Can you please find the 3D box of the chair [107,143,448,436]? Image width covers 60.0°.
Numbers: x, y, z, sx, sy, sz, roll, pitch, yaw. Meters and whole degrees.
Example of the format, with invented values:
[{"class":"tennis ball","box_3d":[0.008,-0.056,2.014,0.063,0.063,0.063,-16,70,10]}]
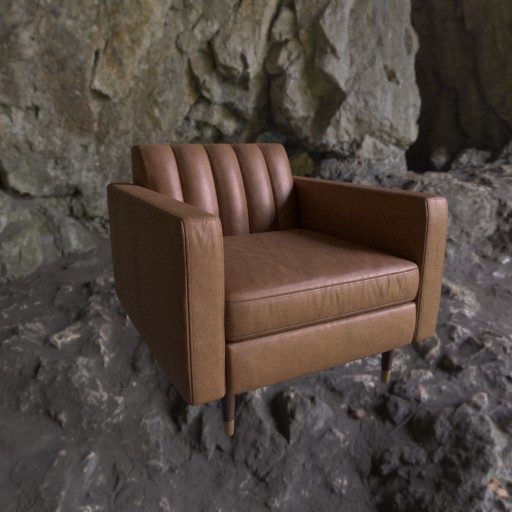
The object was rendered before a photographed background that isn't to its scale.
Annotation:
[{"class":"chair","box_3d":[0.000,0.000,1.685,0.953,0.819,0.998,-8,17,-27]}]
